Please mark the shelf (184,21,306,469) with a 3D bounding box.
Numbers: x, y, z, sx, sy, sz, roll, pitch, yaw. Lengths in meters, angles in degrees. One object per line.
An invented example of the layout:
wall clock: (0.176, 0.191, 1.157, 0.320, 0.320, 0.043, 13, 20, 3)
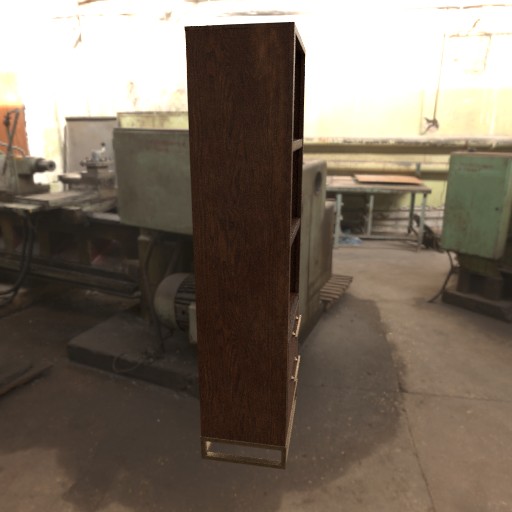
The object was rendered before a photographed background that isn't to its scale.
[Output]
shelf: (0.000, 0.000, 1.939, 0.395, 1.732, 0.539, 3, 16, 10)
